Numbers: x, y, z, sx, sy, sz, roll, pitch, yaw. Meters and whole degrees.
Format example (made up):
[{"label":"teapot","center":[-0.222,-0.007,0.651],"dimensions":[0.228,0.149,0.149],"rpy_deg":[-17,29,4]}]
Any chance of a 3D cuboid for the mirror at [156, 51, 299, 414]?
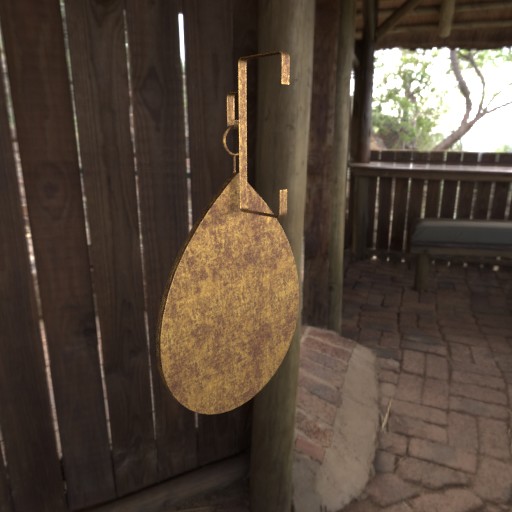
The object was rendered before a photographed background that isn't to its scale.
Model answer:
[{"label":"mirror","center":[0.000,0.000,0.895],"dimensions":[0.405,0.744,0.144],"rpy_deg":[-15,22,-42]}]
